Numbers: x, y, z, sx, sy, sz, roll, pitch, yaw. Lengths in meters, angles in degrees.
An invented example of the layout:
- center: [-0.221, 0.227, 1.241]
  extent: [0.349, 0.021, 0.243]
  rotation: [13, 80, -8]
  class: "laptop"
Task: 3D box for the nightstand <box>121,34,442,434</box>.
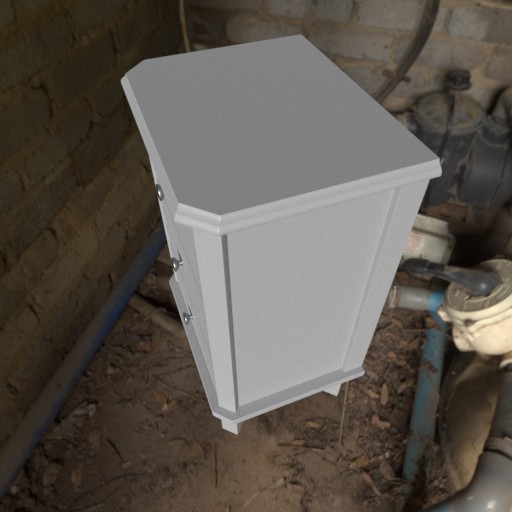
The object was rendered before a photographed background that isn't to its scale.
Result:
- center: [0.000, 0.000, 0.921]
  extent: [0.350, 0.680, 0.450]
  rotation: [-16, 50, -14]
  class: "nightstand"
